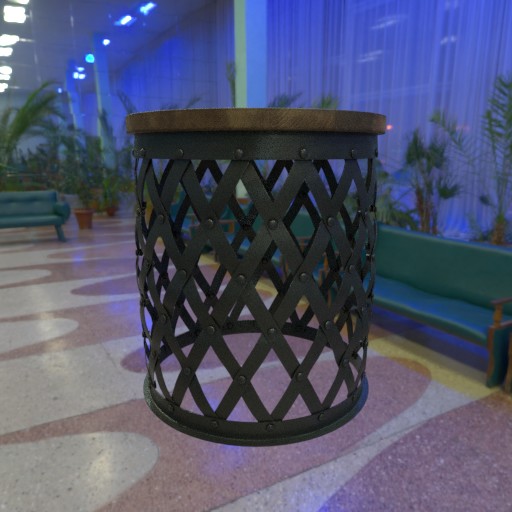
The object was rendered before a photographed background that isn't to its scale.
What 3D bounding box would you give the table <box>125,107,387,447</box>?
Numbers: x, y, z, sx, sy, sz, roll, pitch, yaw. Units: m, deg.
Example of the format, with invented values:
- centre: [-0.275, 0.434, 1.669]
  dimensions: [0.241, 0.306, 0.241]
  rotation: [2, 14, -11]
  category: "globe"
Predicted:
- centre: [0.000, 0.000, 0.767]
  dimensions: [0.405, 0.454, 0.405]
  rotation: [0, 14, 0]
  category: "table"
